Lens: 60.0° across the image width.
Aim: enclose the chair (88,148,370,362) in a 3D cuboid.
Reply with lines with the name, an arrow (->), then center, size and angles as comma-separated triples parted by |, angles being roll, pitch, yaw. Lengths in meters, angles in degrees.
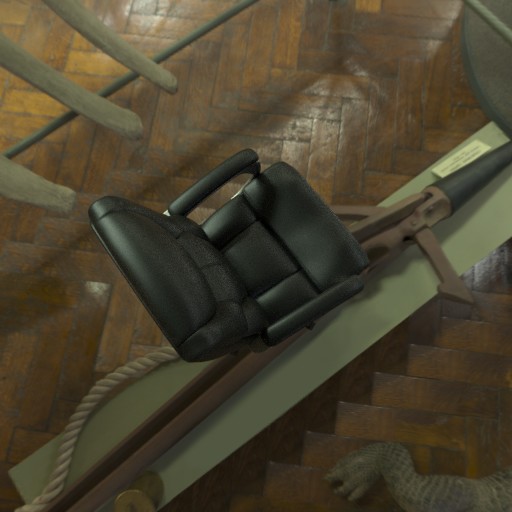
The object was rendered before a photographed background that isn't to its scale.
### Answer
chair -> 0.000, 0.000, 1.623 | 0.739, 1.155, 0.663 | -36, 78, -9
